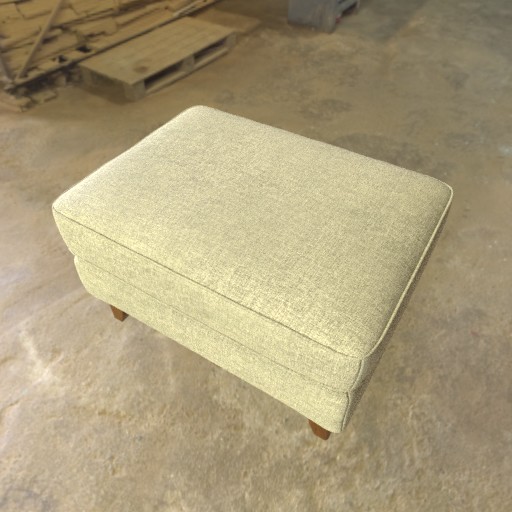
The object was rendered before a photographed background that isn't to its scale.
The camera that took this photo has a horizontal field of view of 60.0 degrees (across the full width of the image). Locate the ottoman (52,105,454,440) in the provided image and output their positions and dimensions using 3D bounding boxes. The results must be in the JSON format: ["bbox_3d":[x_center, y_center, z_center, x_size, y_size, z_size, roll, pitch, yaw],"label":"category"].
[{"bbox_3d":[0.000,0.000,1.306,0.889,0.561,0.661,24,50,22],"label":"ottoman"}]
